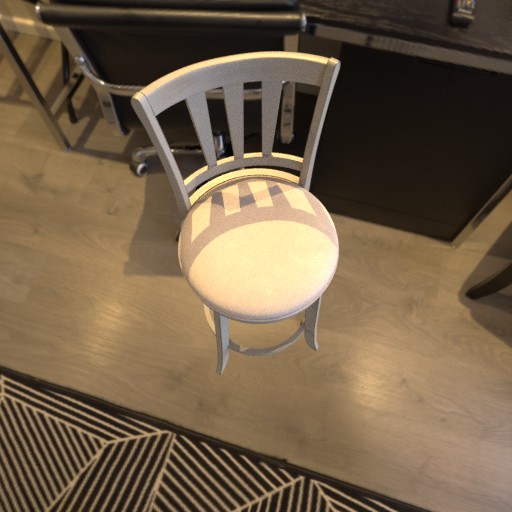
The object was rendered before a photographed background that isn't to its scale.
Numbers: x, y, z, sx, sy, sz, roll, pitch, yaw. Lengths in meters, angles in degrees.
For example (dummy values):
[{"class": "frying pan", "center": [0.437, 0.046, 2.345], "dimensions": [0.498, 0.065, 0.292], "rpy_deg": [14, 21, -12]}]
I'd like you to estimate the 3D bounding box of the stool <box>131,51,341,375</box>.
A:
[{"class": "stool", "center": [0.000, 0.000, 1.291], "dimensions": [0.436, 1.042, 0.475], "rpy_deg": [-13, 65, -6]}]
